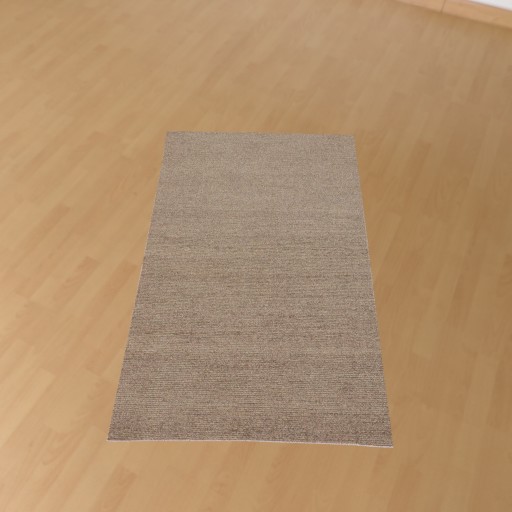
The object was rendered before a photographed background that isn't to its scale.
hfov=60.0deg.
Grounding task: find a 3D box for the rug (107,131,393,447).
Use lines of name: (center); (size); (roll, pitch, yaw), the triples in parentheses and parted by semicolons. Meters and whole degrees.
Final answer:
rug: (0.000, 0.000, 2.250); (1.154, 0.021, 1.792); (1, 58, 1)
